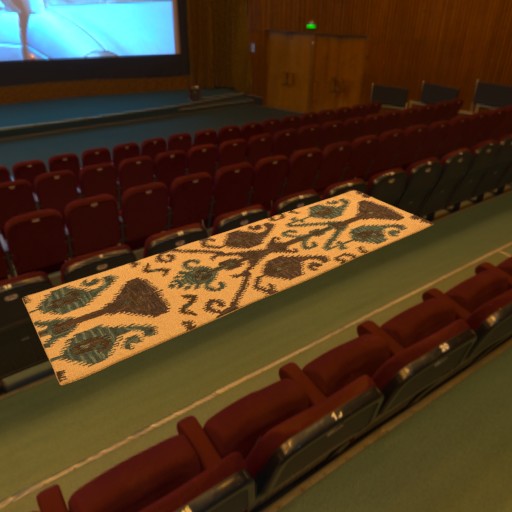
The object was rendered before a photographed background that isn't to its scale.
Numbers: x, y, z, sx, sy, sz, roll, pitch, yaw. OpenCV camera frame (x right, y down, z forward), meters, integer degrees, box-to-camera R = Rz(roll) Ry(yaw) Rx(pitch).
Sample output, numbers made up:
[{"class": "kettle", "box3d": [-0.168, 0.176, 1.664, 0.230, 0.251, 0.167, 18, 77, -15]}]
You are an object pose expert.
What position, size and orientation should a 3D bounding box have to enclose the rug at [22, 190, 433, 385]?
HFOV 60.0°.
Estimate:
[{"class": "rug", "box3d": [0.000, 0.000, 2.481, 2.301, 0.017, 0.692, -20, 37, -30]}]
